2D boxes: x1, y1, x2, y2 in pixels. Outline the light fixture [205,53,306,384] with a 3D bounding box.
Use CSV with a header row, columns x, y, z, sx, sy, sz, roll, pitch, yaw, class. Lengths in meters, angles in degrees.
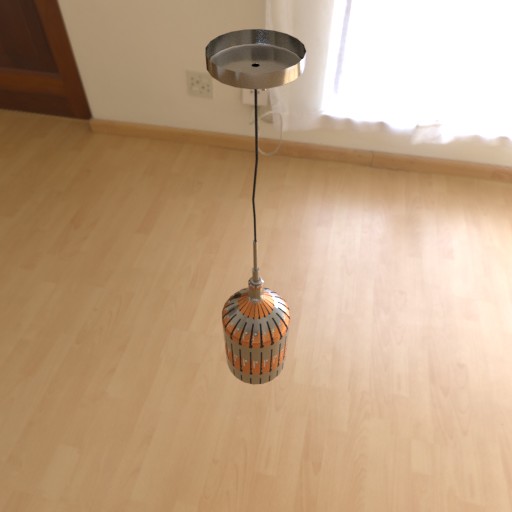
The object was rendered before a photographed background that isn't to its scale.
x,y,z,sx,sy,sz,roll,pitch,yaw,class
0.000,0.000,1.666,0.303,1.535,0.303,0,48,0,light fixture
